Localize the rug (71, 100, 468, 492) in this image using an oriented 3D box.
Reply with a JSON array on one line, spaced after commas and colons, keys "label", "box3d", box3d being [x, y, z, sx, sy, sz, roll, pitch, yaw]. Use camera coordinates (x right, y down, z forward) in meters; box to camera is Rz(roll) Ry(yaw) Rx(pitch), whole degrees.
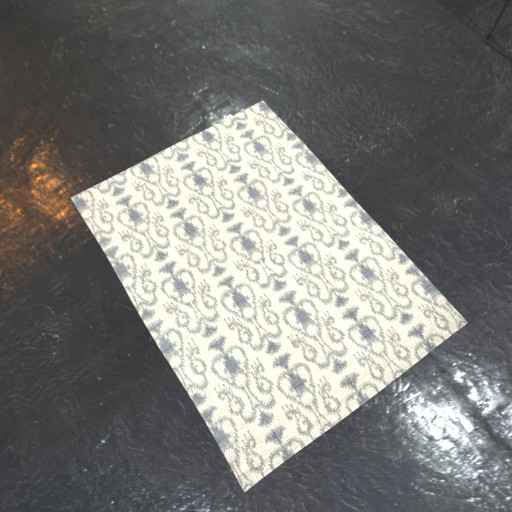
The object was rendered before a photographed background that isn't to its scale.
[{"label": "rug", "box3d": [0.000, 0.000, 2.970, 1.676, 0.013, 2.261, -31, 68, -14]}]
